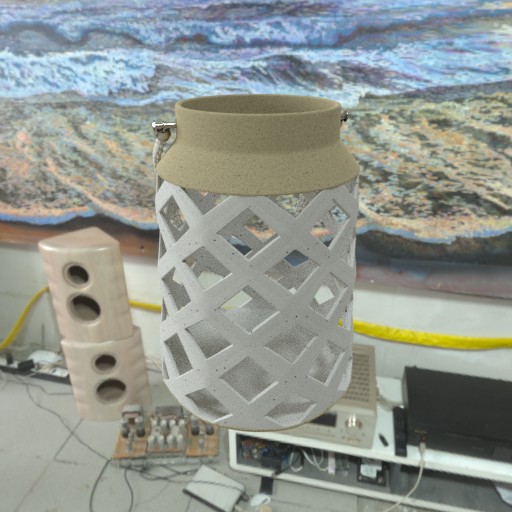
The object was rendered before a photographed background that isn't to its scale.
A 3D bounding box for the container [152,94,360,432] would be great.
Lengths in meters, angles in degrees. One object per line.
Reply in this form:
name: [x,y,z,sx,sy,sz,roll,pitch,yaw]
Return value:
container: [0.000,0.000,0.346,0.163,0.229,0.172,-8,27,-16]
